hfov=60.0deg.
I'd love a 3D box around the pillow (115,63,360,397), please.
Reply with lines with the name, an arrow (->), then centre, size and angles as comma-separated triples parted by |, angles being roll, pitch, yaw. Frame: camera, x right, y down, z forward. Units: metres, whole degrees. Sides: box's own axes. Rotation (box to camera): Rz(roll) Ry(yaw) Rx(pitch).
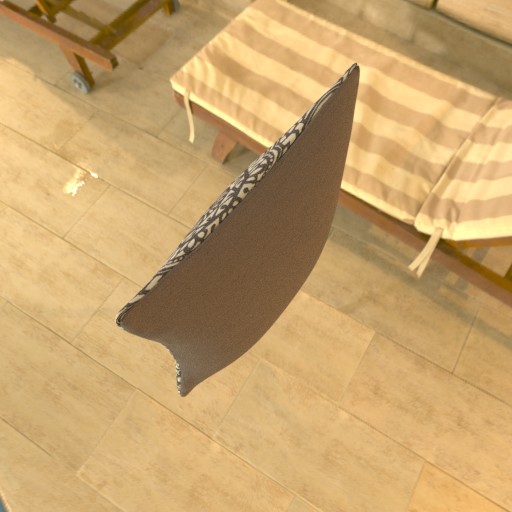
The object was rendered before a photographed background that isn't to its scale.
pillow -> 0.000, 0.000, 0.669 | 0.148, 0.417, 0.436 | 34, 69, 15
